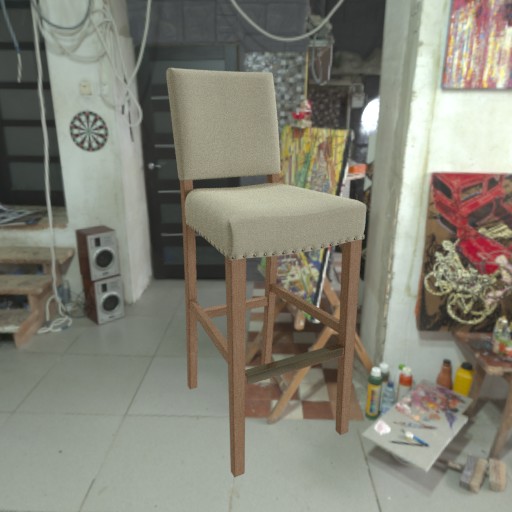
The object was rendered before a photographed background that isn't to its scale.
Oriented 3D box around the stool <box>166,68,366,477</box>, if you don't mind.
[{"bbox_3d":[0.000,0.000,1.430,0.428,1.143,0.546,-9,20,-26],"label":"stool"}]
